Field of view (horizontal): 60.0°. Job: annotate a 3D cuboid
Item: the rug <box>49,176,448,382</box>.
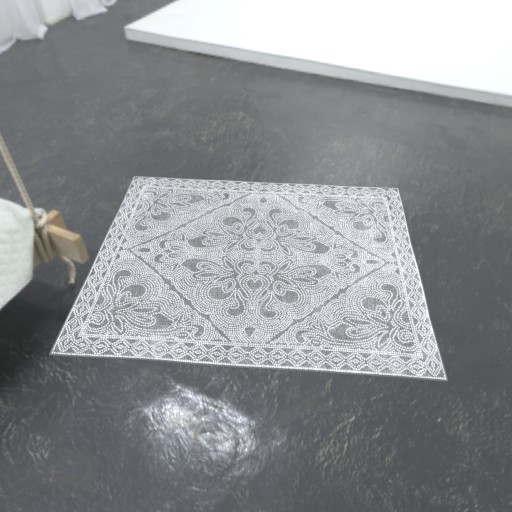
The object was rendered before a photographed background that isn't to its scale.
[{"bbox_3d":[0.000,0.000,4.202,3.048,0.012,2.438,3,45,3],"label":"rug"}]
